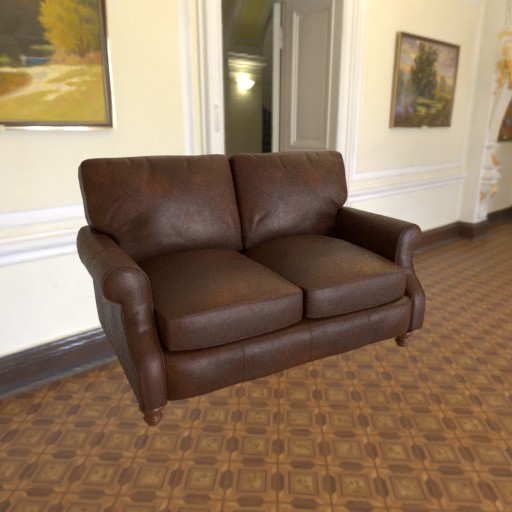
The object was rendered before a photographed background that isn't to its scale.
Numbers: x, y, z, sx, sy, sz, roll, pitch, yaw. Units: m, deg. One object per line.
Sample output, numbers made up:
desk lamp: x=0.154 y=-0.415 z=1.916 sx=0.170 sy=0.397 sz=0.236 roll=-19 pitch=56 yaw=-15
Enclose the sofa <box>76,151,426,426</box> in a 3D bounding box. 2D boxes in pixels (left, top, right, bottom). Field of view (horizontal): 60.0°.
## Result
sofa: x=0.000 y=0.000 z=2.226 sx=1.616 sy=0.976 sz=0.990 roll=-9 pitch=18 yaw=-28
